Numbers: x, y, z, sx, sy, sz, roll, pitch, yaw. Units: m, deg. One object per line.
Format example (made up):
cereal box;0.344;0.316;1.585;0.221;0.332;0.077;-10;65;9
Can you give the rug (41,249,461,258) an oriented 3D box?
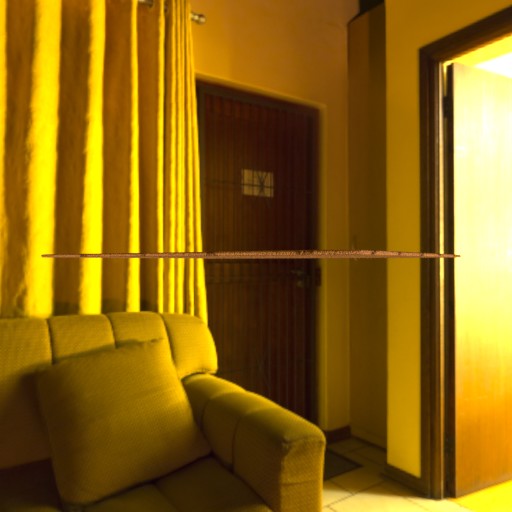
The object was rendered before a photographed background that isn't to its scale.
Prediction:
rug;0.000;0.000;4.091;3.047;0.029;2.438;0;-1;36
